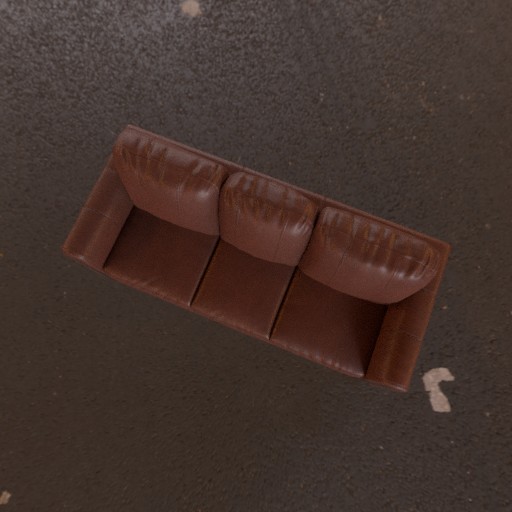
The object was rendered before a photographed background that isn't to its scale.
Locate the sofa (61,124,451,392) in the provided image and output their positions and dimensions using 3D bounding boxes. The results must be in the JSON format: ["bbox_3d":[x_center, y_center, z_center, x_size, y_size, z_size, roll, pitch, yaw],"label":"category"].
[{"bbox_3d":[0.000,0.000,2.388,1.862,0.915,0.802,21,77,5],"label":"sofa"}]
